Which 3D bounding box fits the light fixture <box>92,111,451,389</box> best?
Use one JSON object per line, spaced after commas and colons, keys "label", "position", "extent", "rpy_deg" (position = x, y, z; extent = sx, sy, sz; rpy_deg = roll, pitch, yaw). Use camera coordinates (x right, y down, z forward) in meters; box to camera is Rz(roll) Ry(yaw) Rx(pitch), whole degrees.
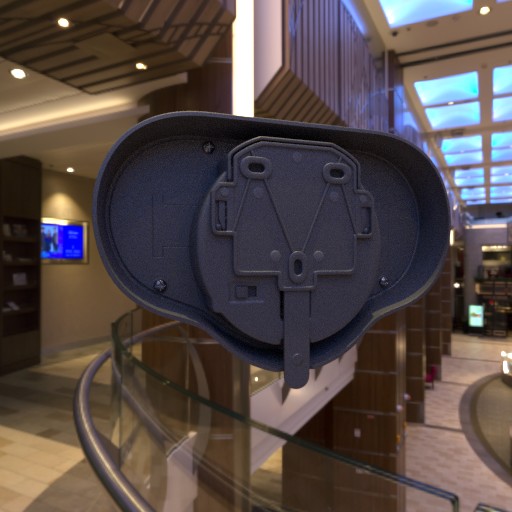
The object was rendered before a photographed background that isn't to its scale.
{"label": "light fixture", "position": [0.000, 0.000, 0.337], "extent": [0.229, 0.159, 0.159], "rpy_deg": [0, -1, -18]}
